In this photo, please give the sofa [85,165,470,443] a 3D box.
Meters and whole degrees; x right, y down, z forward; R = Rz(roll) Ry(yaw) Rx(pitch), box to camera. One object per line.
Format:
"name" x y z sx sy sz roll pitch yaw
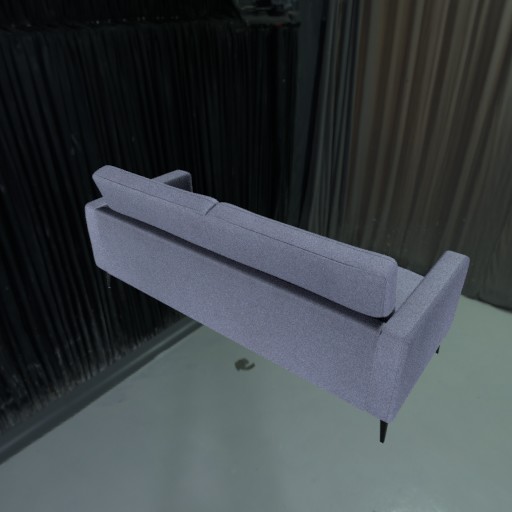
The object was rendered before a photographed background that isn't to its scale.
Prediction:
"sofa" 0.000 0.000 2.368 1.925 0.828 0.774 22 37 32
